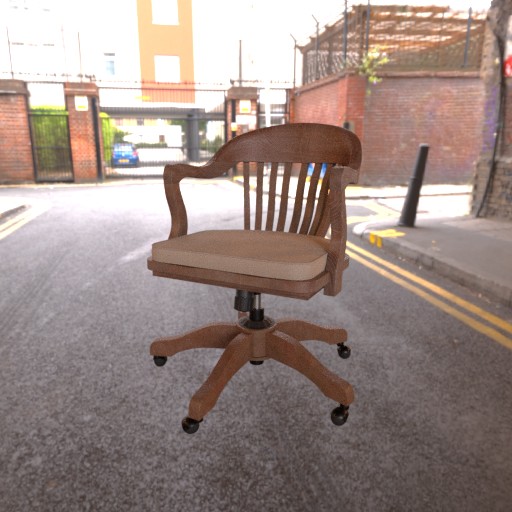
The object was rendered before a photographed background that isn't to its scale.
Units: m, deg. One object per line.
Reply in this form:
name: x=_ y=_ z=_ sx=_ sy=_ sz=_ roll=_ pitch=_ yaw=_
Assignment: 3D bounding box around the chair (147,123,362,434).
chair: x=0.000 y=0.000 z=1.467 sx=0.750 sy=0.878 sz=0.788 roll=7 pitch=15 yaw=26
